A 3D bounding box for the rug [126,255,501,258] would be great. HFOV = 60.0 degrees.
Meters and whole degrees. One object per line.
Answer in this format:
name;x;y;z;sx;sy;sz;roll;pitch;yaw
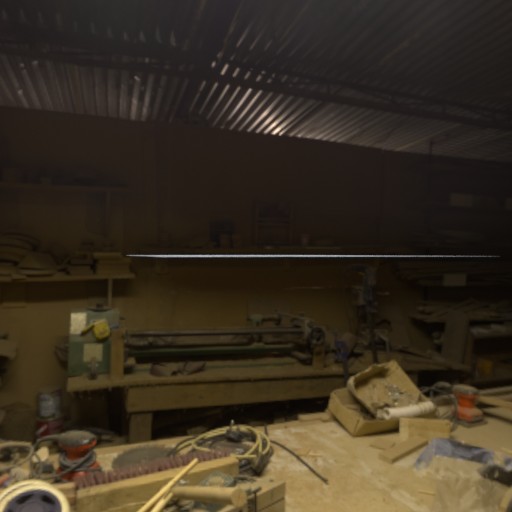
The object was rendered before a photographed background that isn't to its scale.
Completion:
rug;0.000;0.000;2.930;1.525;0.007;2.440;0;0;-19
